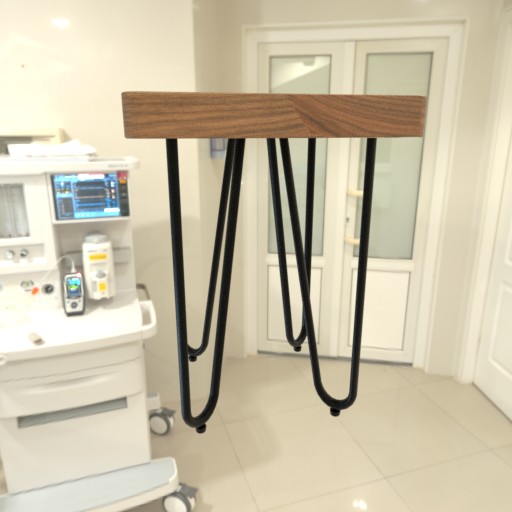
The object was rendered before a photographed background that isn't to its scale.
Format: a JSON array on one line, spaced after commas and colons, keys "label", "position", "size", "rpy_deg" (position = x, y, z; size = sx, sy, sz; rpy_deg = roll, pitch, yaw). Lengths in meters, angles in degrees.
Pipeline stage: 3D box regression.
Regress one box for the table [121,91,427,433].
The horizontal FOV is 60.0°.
[{"label": "table", "position": [0.000, 0.000, 0.976], "size": [0.480, 0.641, 0.479], "rpy_deg": [-3, 16, -11]}]
